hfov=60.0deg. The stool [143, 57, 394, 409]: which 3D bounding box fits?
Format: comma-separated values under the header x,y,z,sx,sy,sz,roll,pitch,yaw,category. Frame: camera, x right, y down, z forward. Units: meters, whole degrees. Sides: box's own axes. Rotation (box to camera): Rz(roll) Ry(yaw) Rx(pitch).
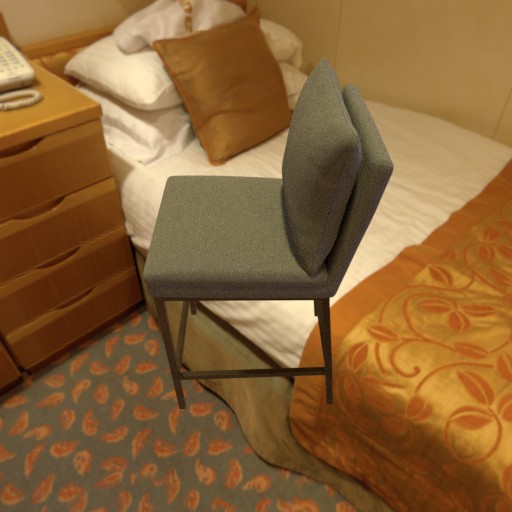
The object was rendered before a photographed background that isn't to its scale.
x,y,z,sx,sy,sz,roll,pitch,yaw,category
0.000,0.000,1.357,0.569,1.031,0.463,0,42,0,stool
